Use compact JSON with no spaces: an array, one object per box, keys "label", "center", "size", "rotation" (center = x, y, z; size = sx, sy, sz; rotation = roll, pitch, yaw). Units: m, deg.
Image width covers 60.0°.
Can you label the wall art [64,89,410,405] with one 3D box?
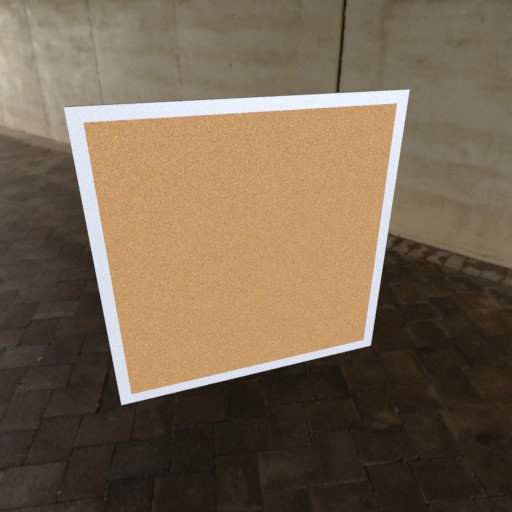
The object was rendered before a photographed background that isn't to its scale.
[{"label":"wall art","center":[0.000,0.000,1.191],"size":[0.812,0.813,0.013],"rotation":[-9,29,-17]}]
